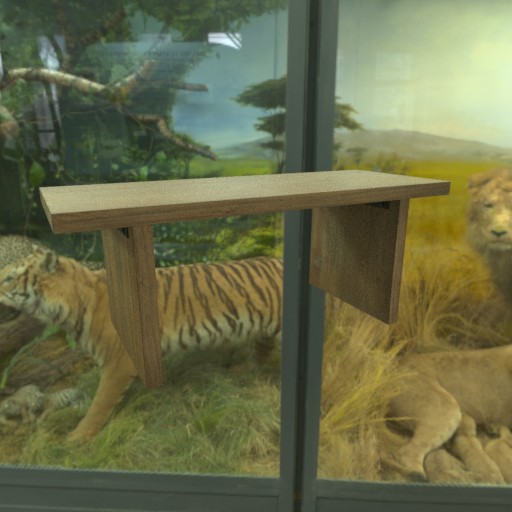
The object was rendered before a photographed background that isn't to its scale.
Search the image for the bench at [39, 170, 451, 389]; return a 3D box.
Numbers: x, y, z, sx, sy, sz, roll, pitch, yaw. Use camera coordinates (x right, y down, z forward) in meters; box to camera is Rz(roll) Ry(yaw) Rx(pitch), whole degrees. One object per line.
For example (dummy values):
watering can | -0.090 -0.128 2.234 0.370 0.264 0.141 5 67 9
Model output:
bench | 0.000 0.000 1.424 1.183 0.458 0.458 -8 18 -27
